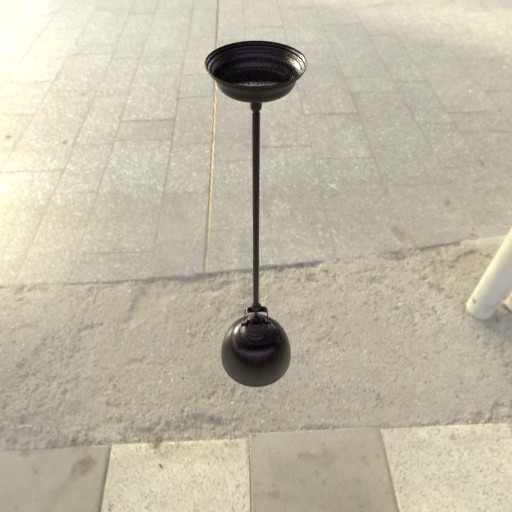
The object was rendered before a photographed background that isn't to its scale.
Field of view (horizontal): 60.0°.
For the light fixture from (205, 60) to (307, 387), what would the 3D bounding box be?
[{"bbox_3d":[0.000,0.000,0.873,0.182,0.768,0.182,-4,48,-3],"label":"light fixture"}]
